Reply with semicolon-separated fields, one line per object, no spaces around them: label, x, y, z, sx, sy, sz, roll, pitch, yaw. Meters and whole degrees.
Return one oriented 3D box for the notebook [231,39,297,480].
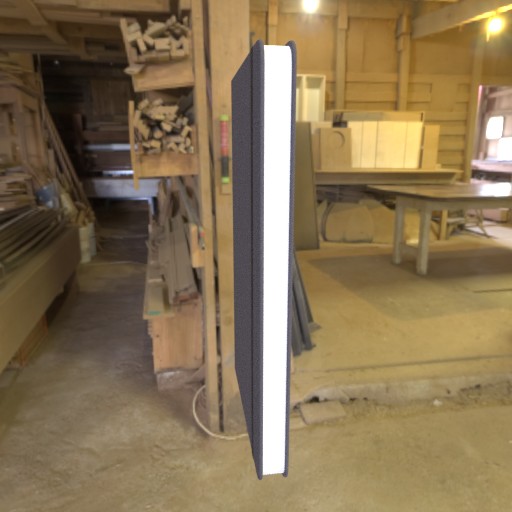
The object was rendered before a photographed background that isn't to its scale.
notebook;0.000;0.000;0.263;0.016;0.213;0.127;-2;14;-8
